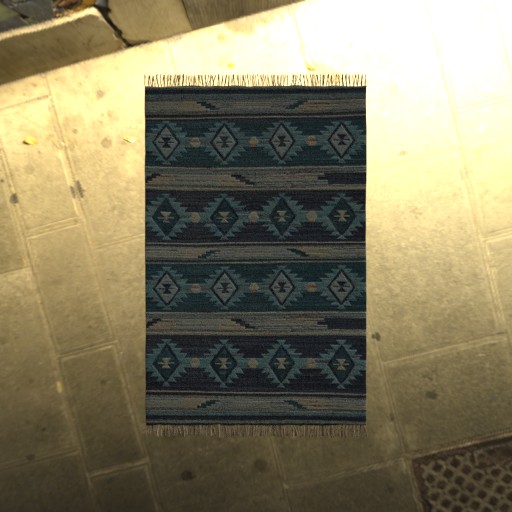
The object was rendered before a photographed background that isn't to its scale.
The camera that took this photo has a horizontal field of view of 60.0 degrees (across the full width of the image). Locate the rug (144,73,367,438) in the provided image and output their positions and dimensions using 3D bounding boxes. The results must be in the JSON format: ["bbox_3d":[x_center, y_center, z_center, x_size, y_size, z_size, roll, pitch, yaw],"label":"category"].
[{"bbox_3d":[0.000,0.000,2.350,1.181,0.028,1.936,0,91,1],"label":"rug"}]
